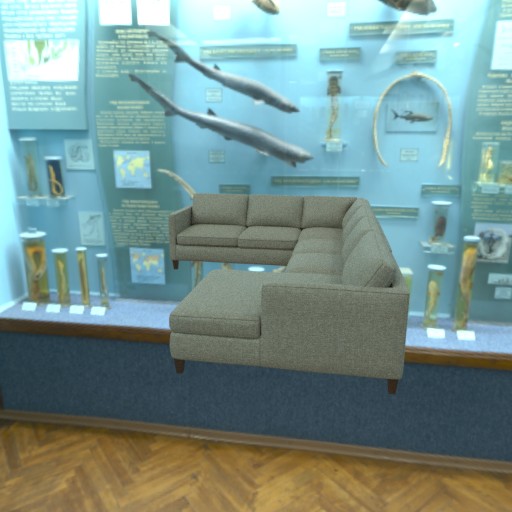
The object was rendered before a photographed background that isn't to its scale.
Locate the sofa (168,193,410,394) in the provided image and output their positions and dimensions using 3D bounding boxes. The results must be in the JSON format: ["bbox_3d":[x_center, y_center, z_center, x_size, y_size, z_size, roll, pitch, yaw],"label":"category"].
[{"bbox_3d":[0.000,0.000,4.532,2.551,0.889,3.403,3,15,10],"label":"sofa"}]
